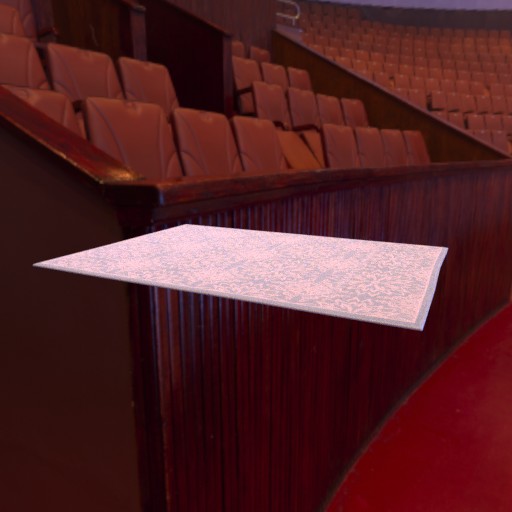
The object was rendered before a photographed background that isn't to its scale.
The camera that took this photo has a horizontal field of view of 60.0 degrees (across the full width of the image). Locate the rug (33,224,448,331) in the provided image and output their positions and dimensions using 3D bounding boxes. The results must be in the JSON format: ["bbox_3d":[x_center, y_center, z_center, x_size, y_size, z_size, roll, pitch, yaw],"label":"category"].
[{"bbox_3d":[0.000,0.000,2.870,2.205,0.014,1.589,7,15,25],"label":"rug"}]
